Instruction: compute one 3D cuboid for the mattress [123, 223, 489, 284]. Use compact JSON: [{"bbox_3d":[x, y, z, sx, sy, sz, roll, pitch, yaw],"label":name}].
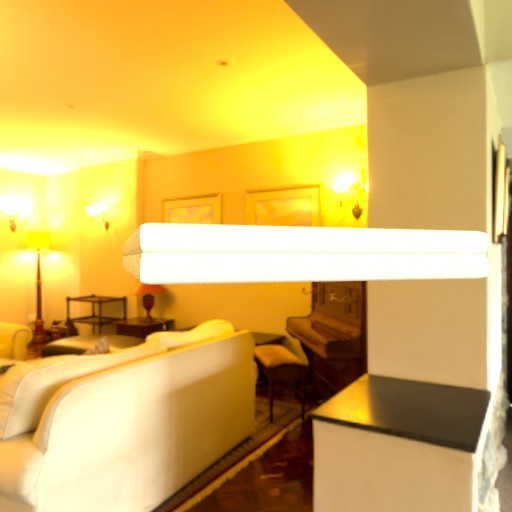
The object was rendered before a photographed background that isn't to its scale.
[{"bbox_3d":[0.000,0.000,2.507,1.400,0.200,1.900,0,0,-18],"label":"mattress"}]
